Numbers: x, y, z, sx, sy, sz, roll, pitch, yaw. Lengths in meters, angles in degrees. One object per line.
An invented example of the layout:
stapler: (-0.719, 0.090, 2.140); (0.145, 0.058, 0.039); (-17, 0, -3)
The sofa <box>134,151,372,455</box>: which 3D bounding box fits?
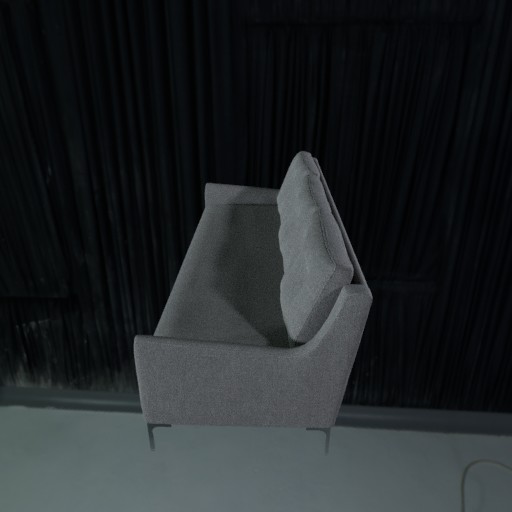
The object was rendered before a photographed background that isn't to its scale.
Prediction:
sofa: (0.000, 0.000, 2.553); (0.849, 0.837, 2.060); (1, 25, 2)
